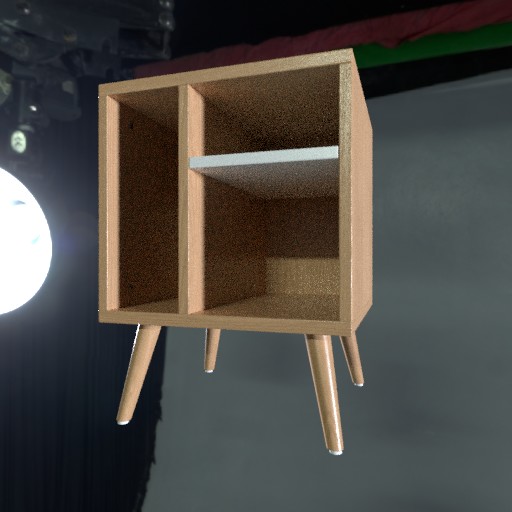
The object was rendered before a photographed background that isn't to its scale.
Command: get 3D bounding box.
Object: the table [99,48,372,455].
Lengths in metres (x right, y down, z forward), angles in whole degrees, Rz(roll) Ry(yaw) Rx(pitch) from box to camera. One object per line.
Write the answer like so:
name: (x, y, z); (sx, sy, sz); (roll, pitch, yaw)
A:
table: (0.000, 0.000, 0.837); (0.400, 0.550, 0.400); (0, 0, 18)
